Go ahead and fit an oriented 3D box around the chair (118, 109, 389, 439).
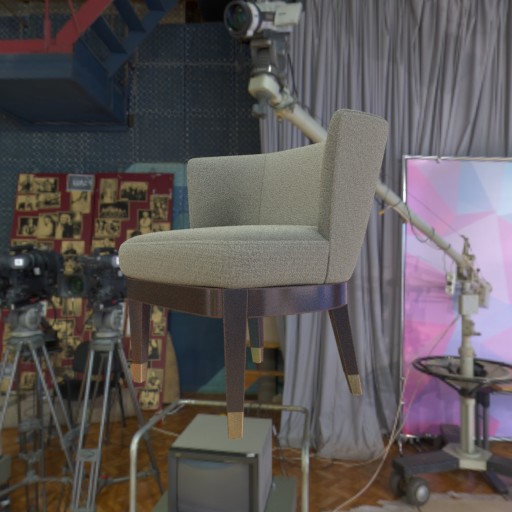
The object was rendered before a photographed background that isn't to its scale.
[{"bbox_3d":[0.000,0.000,1.281,0.660,0.760,0.700,0,1,-37],"label":"chair"}]
